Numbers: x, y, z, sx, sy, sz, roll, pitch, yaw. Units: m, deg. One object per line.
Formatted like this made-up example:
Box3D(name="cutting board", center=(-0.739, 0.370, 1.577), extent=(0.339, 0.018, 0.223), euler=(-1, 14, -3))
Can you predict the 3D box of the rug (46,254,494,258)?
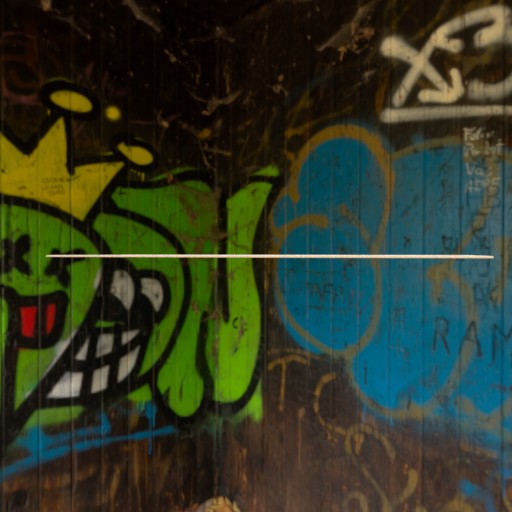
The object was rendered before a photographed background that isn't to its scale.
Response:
Box3D(name="rug", center=(0.000, 0.000, 2.684), extent=(2.448, 0.012, 0.769), euler=(0, 0, 18))
